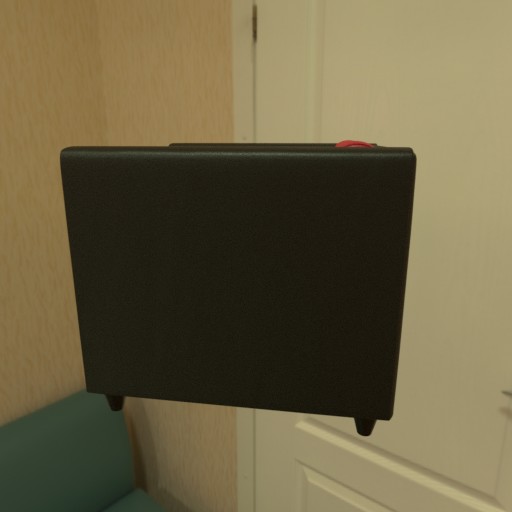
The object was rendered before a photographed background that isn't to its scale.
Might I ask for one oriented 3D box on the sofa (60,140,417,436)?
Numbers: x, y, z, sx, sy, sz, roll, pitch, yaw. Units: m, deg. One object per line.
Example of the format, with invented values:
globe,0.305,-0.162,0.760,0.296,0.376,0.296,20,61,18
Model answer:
sofa,0.000,0.000,1.435,0.809,0.724,0.839,2,15,9
